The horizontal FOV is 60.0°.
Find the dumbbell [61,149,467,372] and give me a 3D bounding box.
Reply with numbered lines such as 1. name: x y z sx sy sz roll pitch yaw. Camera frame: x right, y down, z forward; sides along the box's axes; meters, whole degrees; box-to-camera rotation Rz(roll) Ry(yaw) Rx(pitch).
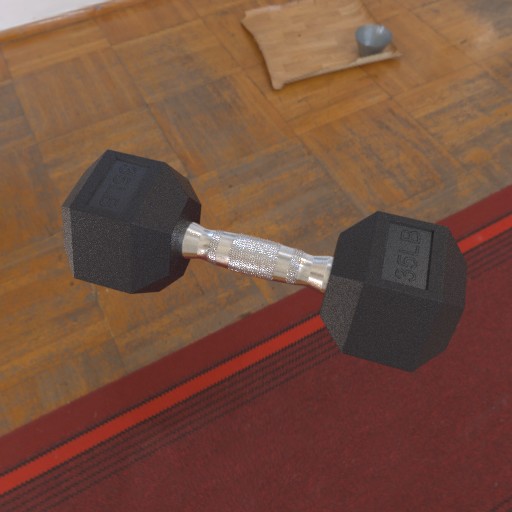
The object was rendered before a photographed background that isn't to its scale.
1. dumbbell: 0.000 0.000 0.418 0.356 0.123 0.141 14 59 9
